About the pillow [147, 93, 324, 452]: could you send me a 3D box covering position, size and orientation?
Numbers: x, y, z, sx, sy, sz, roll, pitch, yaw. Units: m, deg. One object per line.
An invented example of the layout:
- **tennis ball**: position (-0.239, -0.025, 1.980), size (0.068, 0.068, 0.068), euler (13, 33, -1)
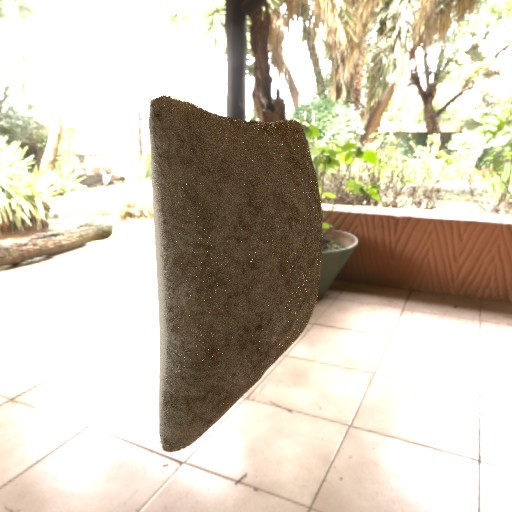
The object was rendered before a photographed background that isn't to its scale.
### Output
- **pillow**: position (0.000, 0.000, 0.825), size (0.216, 0.525, 0.538), euler (6, 15, 25)
